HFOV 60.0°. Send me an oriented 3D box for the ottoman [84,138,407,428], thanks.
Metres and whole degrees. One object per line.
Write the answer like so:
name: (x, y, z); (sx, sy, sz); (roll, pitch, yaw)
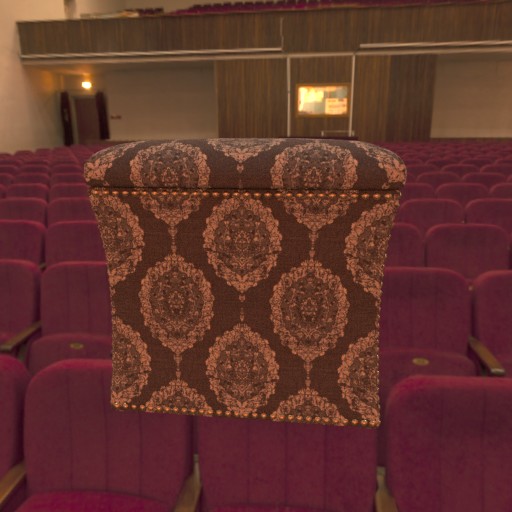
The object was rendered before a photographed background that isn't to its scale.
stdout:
ottoman: (0.000, 0.000, 0.923); (0.497, 0.475, 0.507); (2, 14, 7)
